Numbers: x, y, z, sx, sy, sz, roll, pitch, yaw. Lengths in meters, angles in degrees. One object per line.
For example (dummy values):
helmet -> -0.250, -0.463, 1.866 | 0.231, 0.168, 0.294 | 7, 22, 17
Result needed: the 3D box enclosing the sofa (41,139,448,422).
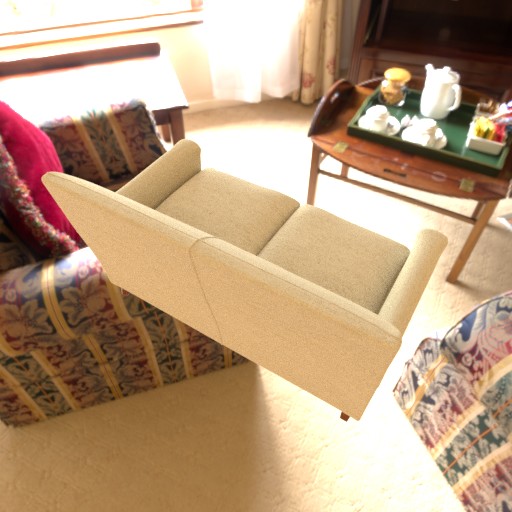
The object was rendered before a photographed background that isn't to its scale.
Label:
sofa -> 0.000, 0.000, 2.065 | 1.482, 0.892, 0.891 | 25, 52, 21
